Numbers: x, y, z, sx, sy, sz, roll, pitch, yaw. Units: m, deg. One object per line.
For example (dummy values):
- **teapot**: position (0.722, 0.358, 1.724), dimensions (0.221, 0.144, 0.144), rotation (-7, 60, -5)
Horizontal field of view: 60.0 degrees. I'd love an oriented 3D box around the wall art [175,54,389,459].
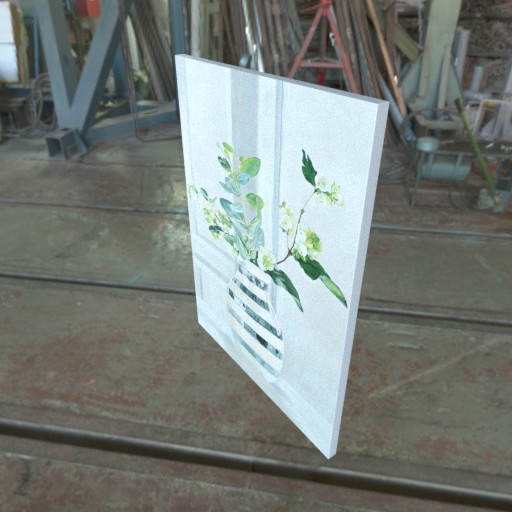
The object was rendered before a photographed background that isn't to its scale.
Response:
- **wall art**: position (0.000, 0.000, 1.564), dimensions (0.038, 1.212, 0.914), rotation (-21, 37, -30)
